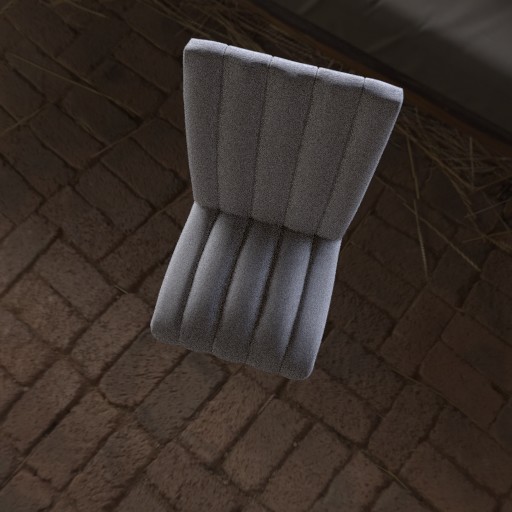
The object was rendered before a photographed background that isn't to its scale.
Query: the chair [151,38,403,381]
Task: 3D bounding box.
[{"bbox_3d":[0.000,0.000,1.352,0.511,1.016,0.647,15,76,4],"label":"chair"}]
